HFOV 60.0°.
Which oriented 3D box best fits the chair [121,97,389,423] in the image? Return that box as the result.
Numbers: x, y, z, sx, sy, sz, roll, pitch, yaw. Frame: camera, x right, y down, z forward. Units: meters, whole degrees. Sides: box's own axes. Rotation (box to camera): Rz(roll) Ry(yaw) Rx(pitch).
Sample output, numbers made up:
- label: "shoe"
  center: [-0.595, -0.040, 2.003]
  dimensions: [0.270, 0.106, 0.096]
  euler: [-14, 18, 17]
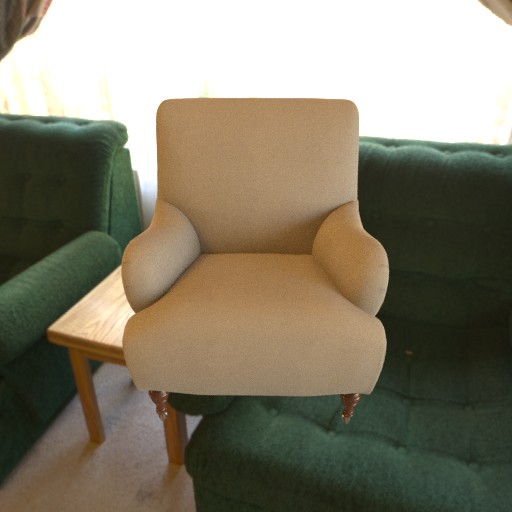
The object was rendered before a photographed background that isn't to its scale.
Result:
- label: "chair"
  center: [0.000, 0.000, 1.532]
  dimensions: [0.766, 0.942, 0.842]
  euler: [1, 29, 1]
